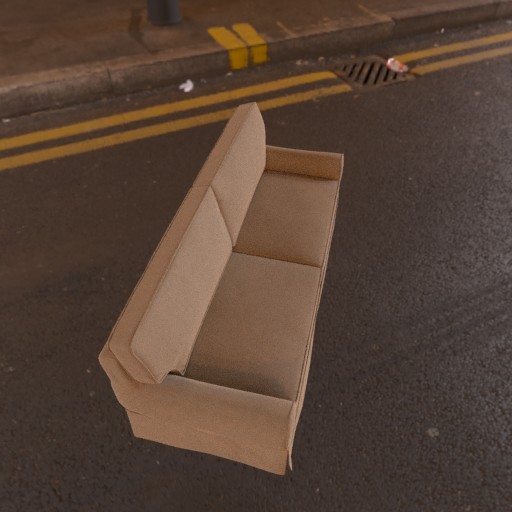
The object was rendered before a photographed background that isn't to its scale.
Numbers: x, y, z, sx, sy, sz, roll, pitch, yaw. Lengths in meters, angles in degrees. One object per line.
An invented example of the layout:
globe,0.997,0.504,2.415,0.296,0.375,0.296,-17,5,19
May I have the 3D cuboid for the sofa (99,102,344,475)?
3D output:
sofa,0.000,0.000,2.758,0.900,1.014,2.246,10,47,10
